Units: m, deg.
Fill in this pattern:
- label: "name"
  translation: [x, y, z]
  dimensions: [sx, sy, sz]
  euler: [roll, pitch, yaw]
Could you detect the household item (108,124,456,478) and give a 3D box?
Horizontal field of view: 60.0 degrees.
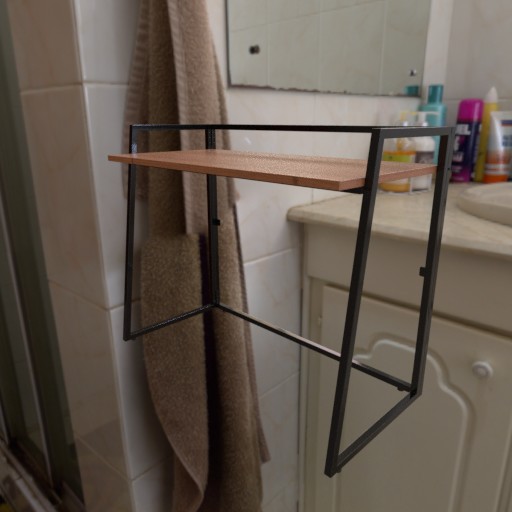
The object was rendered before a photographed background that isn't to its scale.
- label: "household item"
  translation: [0.000, 0.000, 1.524]
  dimensions: [0.510, 0.860, 1.050]
  euler: [-16, 23, -43]
